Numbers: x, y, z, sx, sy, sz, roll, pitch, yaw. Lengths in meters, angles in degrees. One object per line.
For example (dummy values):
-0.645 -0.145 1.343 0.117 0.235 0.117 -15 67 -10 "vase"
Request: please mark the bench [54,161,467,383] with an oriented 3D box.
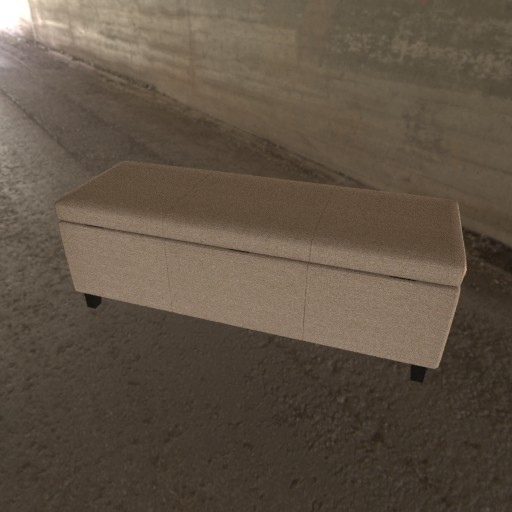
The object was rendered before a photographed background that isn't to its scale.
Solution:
0.000 0.000 1.542 1.269 0.438 0.446 10 33 15 "bench"
